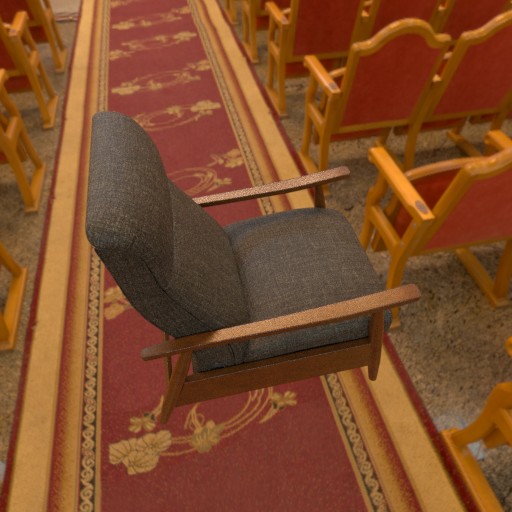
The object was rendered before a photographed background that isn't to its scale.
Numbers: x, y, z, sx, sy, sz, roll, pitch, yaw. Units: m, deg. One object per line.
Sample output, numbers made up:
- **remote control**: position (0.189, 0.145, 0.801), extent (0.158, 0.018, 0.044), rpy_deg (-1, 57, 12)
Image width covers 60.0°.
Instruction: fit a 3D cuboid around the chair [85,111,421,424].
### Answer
- **chair**: position (0.000, 0.000, 1.762), extent (1.014, 1.082, 0.762), rpy_deg (-9, 48, -8)
